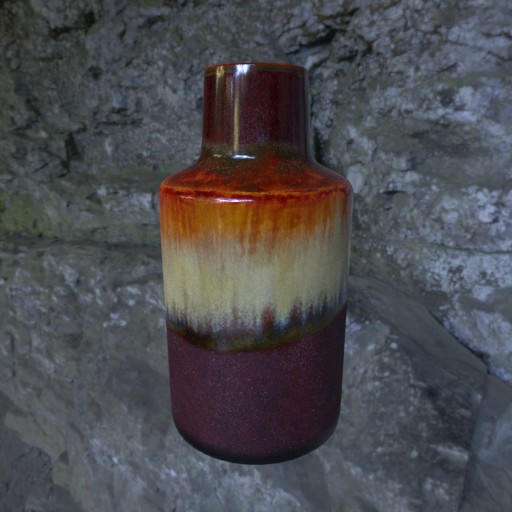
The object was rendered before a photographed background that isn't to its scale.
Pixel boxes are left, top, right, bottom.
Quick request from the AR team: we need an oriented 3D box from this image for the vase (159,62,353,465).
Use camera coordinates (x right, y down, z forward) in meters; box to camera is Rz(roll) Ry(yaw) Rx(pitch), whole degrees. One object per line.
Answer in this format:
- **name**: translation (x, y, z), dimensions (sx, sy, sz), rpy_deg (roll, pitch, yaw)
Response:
- **vase**: translation (0.000, 0.000, 0.260), dimensions (0.108, 0.204, 0.108), rpy_deg (0, 16, 0)
